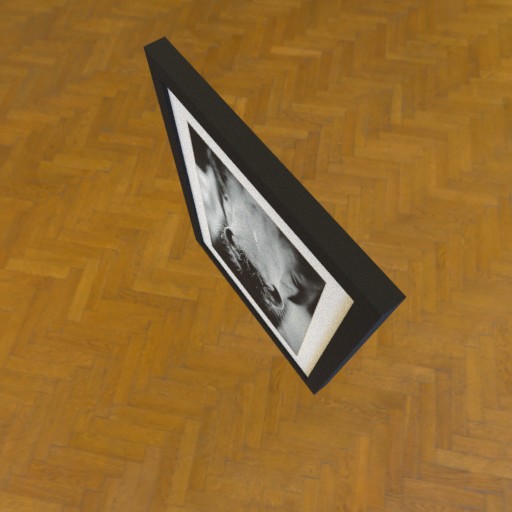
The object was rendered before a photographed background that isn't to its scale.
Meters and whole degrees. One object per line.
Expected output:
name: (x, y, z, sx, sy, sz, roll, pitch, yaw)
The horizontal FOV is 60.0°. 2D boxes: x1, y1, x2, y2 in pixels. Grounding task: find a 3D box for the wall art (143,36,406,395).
wall art: (0.000, 0.000, 0.763, 0.033, 0.559, 0.457, -34, 69, -14)
